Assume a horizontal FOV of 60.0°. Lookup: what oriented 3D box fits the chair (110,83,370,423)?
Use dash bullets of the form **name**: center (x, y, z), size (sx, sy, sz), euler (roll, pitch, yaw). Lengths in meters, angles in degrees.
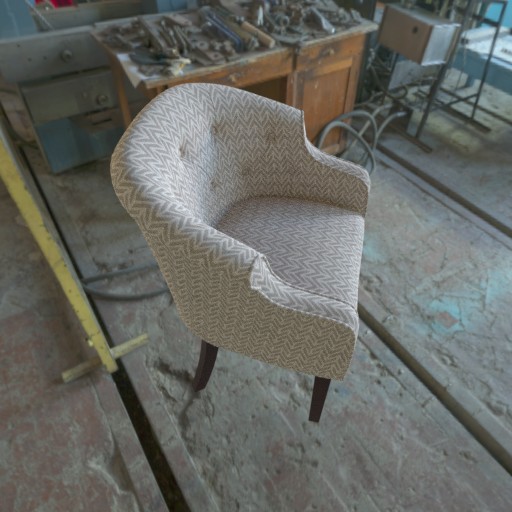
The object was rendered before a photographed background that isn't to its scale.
- **chair**: center (0.000, 0.000, 1.304), size (0.613, 0.858, 0.686), euler (9, 46, 9)
